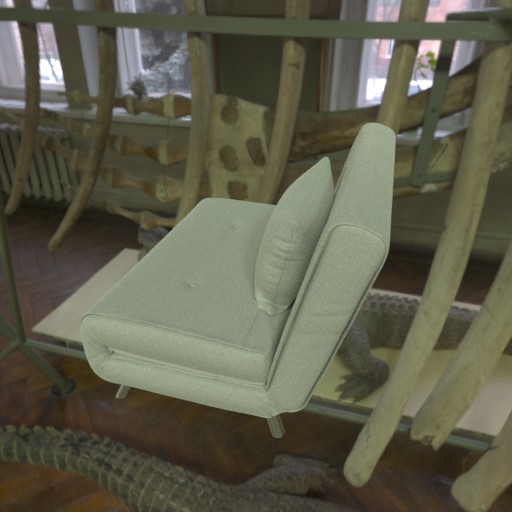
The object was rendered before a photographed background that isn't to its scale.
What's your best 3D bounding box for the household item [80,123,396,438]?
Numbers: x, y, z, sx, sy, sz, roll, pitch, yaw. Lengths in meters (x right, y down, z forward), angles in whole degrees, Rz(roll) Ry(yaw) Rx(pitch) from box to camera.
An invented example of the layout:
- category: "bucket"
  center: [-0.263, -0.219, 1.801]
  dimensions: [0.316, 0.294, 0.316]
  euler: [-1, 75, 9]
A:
- category: "household item"
  center: [0.000, 0.000, 1.628]
  dimensions: [0.874, 0.800, 1.000]
  euler: [8, 31, 14]
